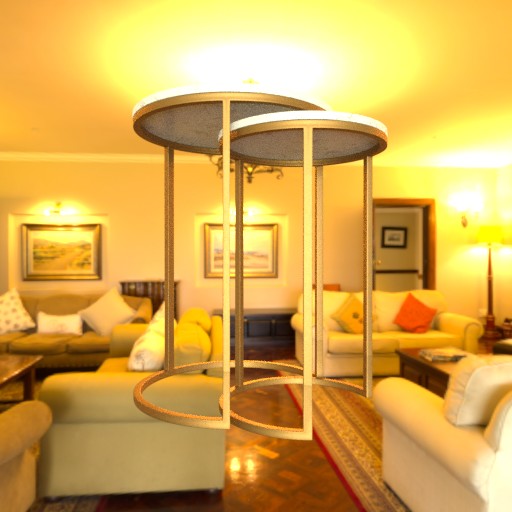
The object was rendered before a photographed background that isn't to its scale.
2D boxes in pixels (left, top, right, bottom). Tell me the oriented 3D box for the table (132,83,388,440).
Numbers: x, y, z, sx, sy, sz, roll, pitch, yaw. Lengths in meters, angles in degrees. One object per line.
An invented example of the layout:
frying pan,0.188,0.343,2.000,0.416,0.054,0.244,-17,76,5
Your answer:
table,0.000,0.000,0.872,0.507,0.550,0.400,0,0,36
